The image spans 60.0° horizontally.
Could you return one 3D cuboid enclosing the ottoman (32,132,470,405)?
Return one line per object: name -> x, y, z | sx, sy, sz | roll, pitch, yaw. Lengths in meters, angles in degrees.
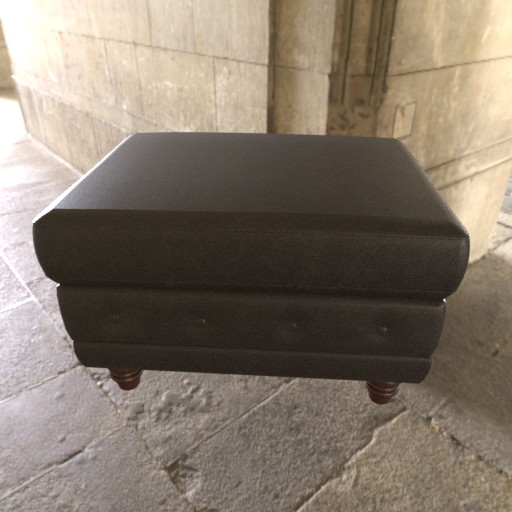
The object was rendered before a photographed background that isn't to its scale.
ottoman -> 0.000, 0.000, 1.126 | 0.795, 0.498, 0.590 | 2, 31, 3
